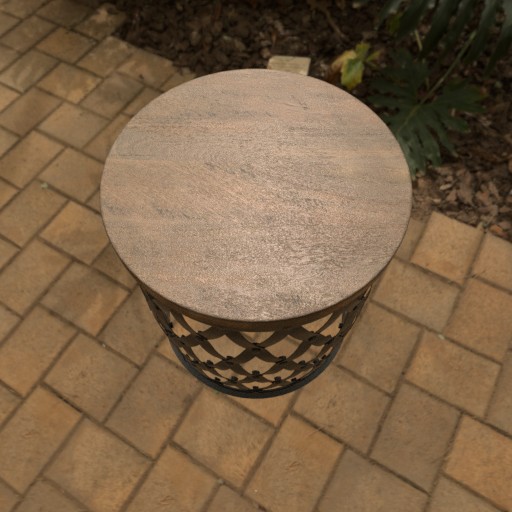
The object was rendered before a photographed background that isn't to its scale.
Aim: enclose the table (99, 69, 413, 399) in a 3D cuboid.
[{"bbox_3d":[0.000,0.000,0.778,0.405,0.454,0.405,0,62,0],"label":"table"}]
